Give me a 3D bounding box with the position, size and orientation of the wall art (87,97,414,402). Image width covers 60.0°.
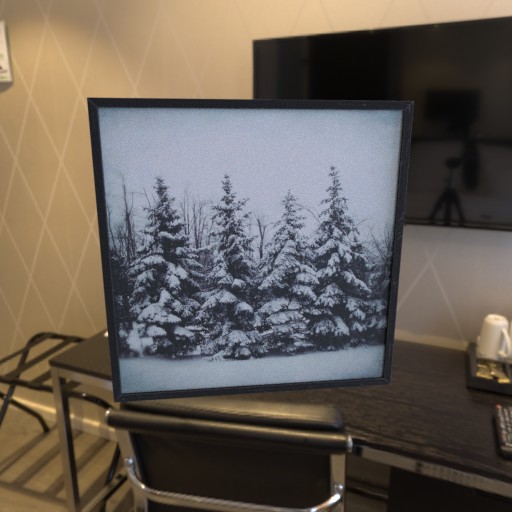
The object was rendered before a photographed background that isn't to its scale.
[{"bbox_3d":[0.000,0.000,0.761,0.506,0.506,0.036,-2,14,-7],"label":"wall art"}]
